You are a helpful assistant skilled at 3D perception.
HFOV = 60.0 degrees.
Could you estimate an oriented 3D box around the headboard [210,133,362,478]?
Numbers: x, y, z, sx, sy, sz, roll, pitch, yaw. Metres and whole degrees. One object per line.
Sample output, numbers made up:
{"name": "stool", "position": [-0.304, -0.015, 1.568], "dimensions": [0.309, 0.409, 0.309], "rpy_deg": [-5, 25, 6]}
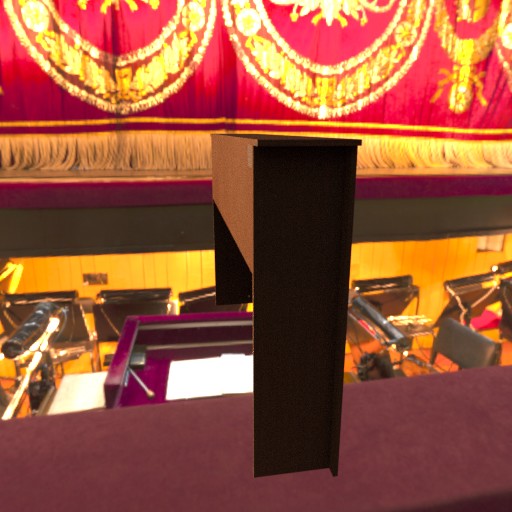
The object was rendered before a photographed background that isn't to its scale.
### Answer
{"name": "headboard", "position": [0.000, 0.000, 2.079], "dimensions": [0.279, 1.092, 1.671], "rpy_deg": [-3, 16, -9]}
